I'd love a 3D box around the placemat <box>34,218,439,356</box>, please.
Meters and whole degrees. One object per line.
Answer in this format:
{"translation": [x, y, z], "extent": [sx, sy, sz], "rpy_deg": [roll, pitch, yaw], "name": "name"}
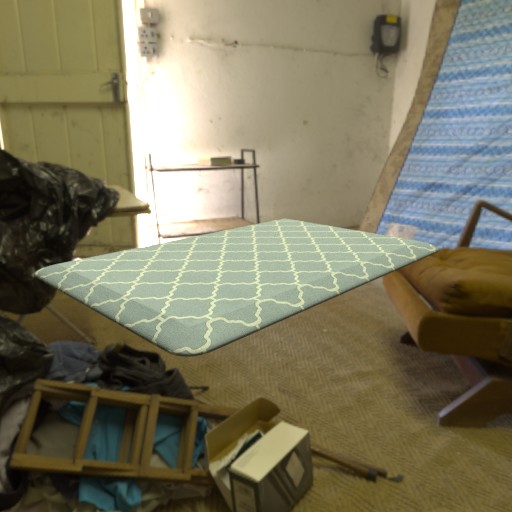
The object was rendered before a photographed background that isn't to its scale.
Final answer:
{"translation": [0.000, 0.000, 0.959], "extent": [0.508, 0.021, 0.762], "rpy_deg": [14, 21, 42], "name": "placemat"}
